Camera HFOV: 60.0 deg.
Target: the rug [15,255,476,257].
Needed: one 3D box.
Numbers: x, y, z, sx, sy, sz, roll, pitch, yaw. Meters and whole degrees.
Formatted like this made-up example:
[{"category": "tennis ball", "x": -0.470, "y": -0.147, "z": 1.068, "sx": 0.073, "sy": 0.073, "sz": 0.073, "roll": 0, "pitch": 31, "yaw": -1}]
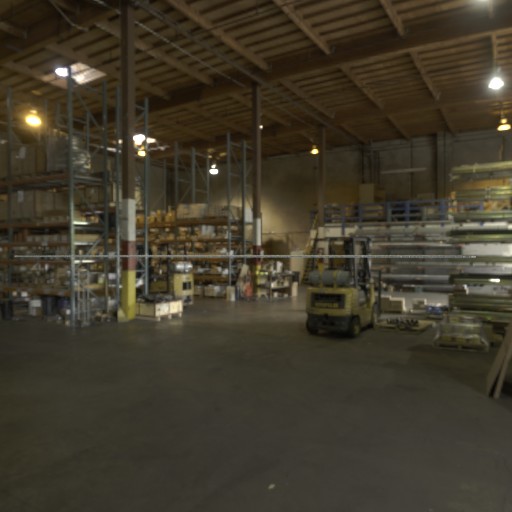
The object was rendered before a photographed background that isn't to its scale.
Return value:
[{"category": "rug", "x": 0.000, "y": 0.000, "z": 2.262, "sx": 1.854, "sy": 0.006, "sz": 1.234, "roll": 0, "pitch": 0, "yaw": 17}]
